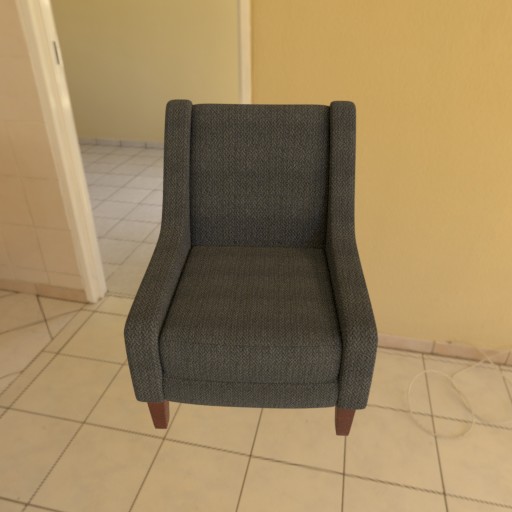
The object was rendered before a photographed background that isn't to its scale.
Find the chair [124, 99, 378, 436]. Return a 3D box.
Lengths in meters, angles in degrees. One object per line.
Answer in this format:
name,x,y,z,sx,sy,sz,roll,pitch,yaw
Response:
chair,0.000,0.000,1.726,0.793,1.012,0.944,1,30,2
